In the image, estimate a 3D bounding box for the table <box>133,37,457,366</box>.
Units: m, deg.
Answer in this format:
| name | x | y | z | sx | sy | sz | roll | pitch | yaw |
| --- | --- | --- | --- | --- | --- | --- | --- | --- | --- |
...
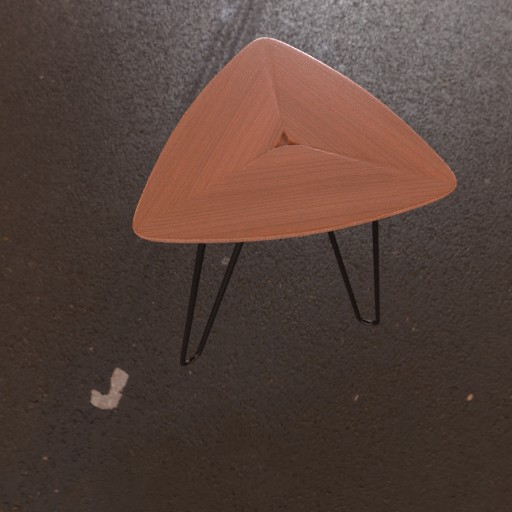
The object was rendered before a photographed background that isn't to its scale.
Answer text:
| name | x | y | z | sx | sy | sz | roll | pitch | yaw |
| --- | --- | --- | --- | --- | --- | --- | --- | --- | --- |
| table | 0.000 | 0.000 | 0.880 | 0.455 | 0.564 | 0.442 | -35 | 66 | -18 |
